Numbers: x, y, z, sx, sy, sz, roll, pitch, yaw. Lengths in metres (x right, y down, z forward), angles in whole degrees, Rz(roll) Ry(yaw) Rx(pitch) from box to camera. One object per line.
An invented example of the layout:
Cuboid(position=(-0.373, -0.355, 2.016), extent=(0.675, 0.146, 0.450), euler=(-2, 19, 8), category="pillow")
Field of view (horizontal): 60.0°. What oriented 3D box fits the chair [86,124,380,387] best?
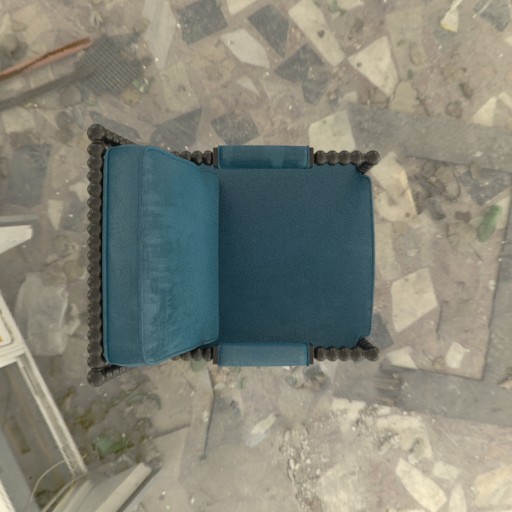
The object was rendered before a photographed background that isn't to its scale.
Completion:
Cuboid(position=(0.000, 0.000, 1.468), extent=(0.805, 0.857, 0.688), euler=(0, 90, 1), category="chair")
